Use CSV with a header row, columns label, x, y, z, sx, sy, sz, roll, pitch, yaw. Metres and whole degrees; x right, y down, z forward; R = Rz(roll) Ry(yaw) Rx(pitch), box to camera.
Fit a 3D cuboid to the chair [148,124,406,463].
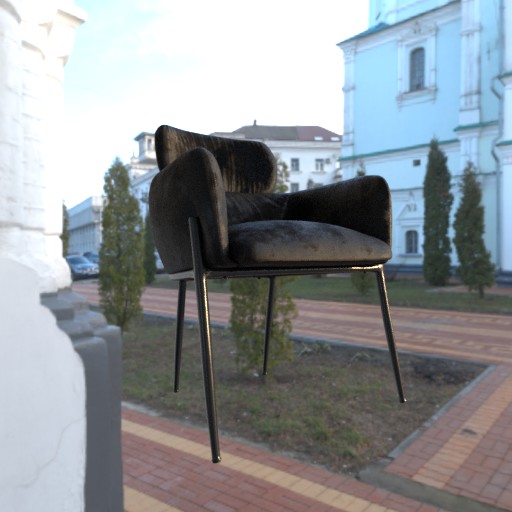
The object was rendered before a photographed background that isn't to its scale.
label,x,y,z,sx,sy,sz,roll,pitch,yaw
chair,0.000,0.000,1.278,0.640,0.818,0.604,0,0,-36
